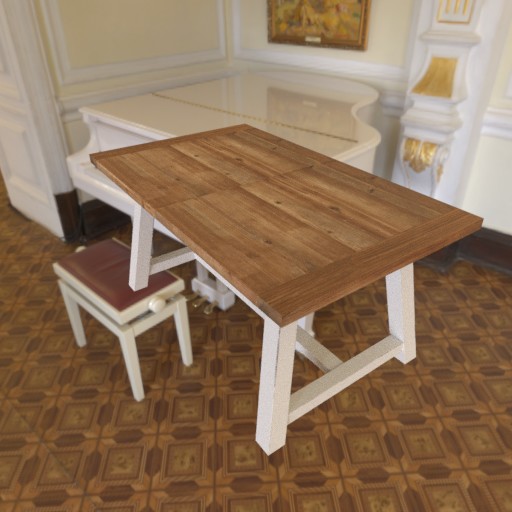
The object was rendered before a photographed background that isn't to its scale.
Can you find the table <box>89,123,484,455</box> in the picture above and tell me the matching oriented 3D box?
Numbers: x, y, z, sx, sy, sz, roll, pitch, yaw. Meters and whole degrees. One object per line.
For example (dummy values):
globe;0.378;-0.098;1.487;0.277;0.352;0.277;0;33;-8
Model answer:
table;0.000;0.000;2.066;0.922;0.743;1.503;-21;38;-30
